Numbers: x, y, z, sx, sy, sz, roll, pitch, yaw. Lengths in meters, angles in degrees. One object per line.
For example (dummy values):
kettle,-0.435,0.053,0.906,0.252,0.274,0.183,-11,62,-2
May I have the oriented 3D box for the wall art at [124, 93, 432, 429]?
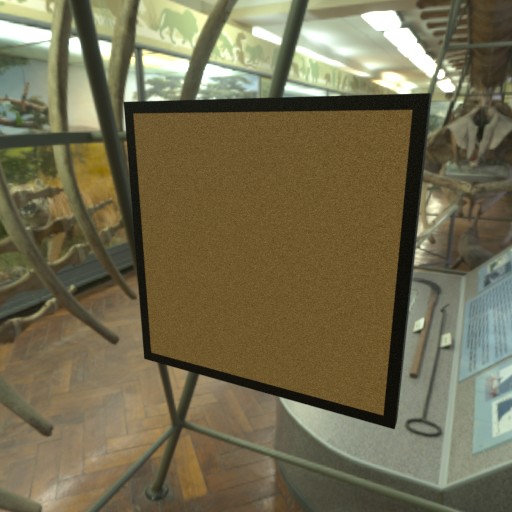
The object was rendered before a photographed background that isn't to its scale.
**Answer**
wall art,0.000,0.000,1.136,0.762,0.762,0.038,8,18,25
